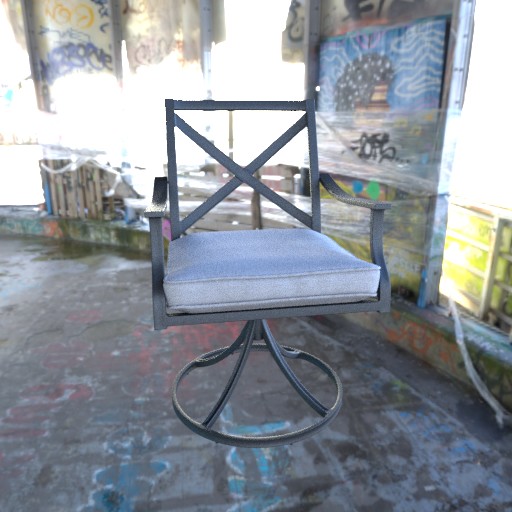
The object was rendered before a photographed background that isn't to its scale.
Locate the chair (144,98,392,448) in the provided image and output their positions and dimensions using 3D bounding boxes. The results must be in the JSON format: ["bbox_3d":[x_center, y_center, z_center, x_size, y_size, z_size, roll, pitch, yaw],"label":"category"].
[{"bbox_3d":[0.000,0.000,1.292,0.575,0.889,0.620,-3,17,-9],"label":"chair"}]
